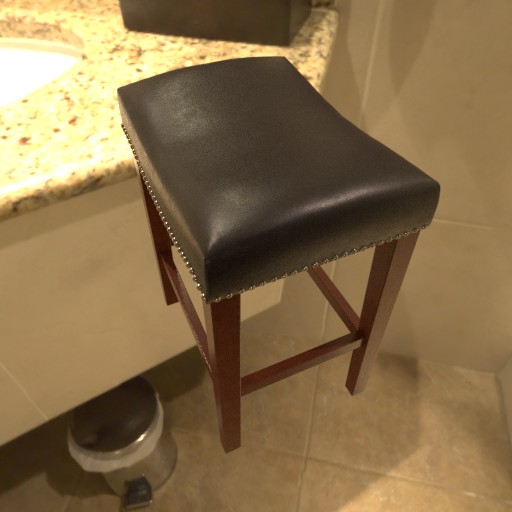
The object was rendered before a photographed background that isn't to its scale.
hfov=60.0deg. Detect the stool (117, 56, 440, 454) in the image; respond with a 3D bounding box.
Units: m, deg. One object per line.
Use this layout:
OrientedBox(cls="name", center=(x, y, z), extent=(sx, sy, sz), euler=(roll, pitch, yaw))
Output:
OrientedBox(cls="stool", center=(0.000, 0.000, 0.944), extent=(0.372, 0.654, 0.504), euler=(-18, 49, -17))
